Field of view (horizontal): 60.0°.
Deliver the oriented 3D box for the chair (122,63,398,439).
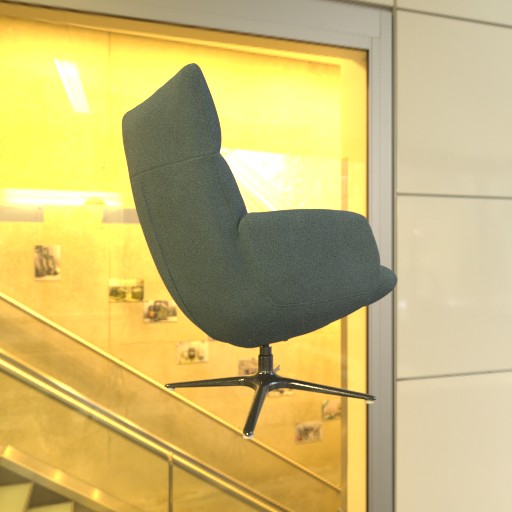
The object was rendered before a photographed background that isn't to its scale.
[{"bbox_3d":[0.000,0.000,1.583,0.889,1.016,0.711,0,0,-35],"label":"chair"}]
